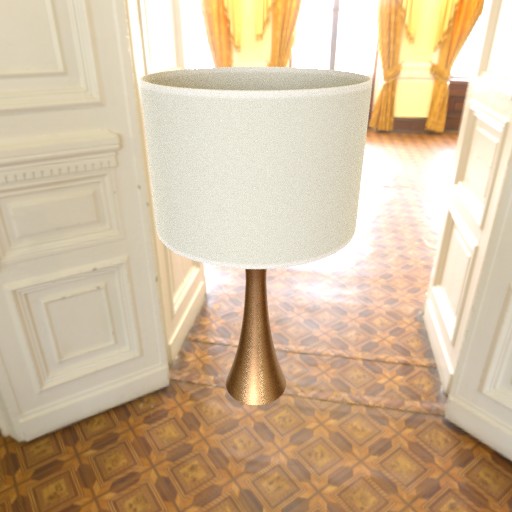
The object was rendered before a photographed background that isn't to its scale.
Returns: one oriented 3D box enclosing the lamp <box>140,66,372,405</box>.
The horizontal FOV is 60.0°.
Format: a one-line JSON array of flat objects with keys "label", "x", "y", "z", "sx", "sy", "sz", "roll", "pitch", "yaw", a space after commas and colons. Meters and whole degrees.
[{"label": "lamp", "x": 0.000, "y": 0.000, "z": 0.633, "sx": 0.268, "sy": 0.479, "sz": 0.268, "roll": -19, "pitch": 33, "yaw": -31}]
